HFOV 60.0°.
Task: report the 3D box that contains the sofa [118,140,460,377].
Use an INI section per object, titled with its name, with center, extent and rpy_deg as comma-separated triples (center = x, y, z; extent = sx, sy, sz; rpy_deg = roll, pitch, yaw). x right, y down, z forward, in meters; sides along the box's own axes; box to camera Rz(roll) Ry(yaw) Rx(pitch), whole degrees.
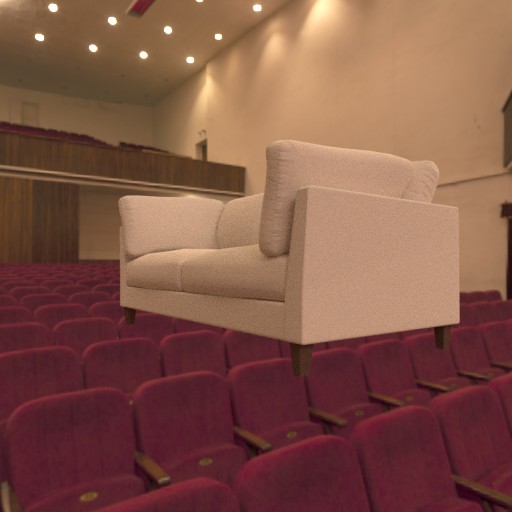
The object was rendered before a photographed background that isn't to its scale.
[sofa]
center = 0.000, 0.000, 2.367
extent = 0.970, 0.836, 1.776
rpy_deg = 1, -2, -36
